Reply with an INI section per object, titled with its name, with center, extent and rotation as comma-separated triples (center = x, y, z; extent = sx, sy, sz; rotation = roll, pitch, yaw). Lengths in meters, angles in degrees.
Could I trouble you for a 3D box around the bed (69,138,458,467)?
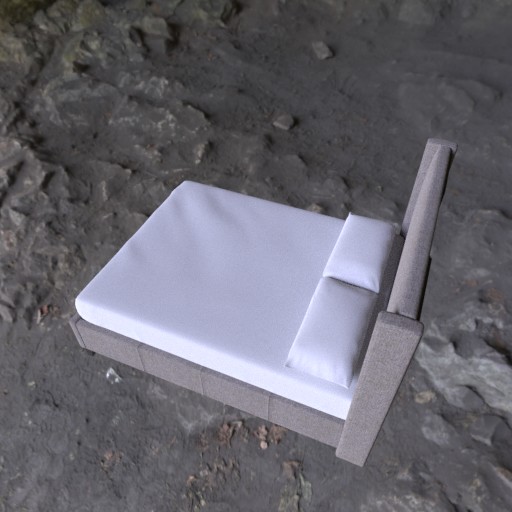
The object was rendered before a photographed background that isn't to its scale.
[bed]
center = 0.000, 0.000, 3.242
extent = 2.245, 1.476, 1.714
rotation = 16, 47, 16
